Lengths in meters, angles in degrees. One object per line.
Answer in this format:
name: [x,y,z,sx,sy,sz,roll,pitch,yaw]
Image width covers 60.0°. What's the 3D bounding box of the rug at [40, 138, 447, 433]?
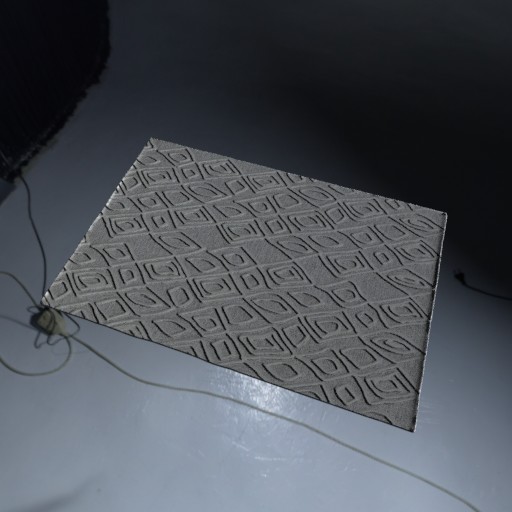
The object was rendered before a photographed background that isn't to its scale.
rug: [0.000,0.000,2.318,1.832,0.016,1.224,16,59,10]
